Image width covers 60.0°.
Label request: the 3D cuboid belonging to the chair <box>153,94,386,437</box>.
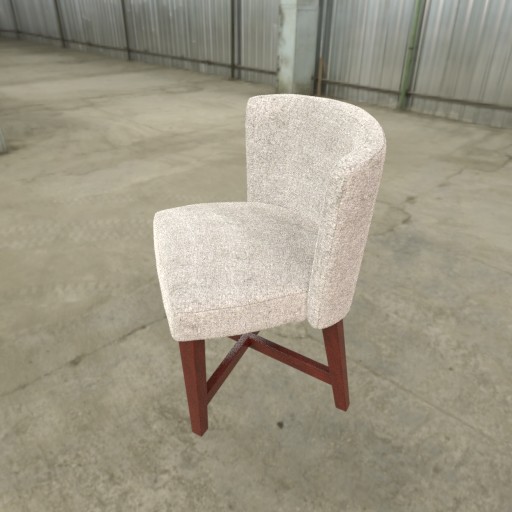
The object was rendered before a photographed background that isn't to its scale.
[{"bbox_3d":[0.000,0.000,1.307,0.575,0.827,0.728,-8,31,-13],"label":"chair"}]
